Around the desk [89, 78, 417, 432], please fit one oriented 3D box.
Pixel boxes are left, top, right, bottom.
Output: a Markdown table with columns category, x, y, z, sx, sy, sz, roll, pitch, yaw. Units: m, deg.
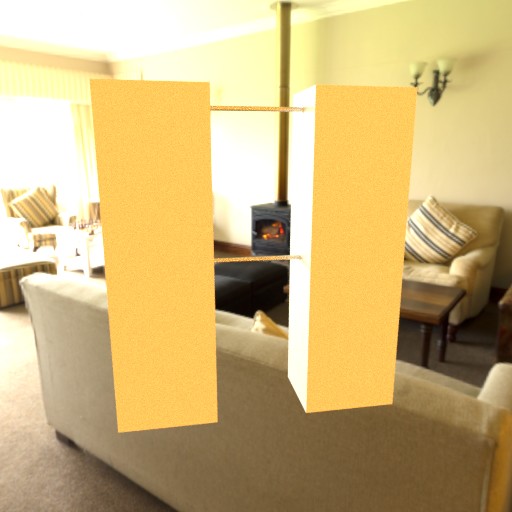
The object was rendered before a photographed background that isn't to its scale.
| category | x | y | z | sx | sy | sz | roll | pitch | yaw |
| --- | --- | --- | --- | --- | --- | --- | --- | --- | --- |
| desk | 0.000 | 0.000 | 2.818 | 1.770 | 2.000 | 0.480 | -2 | 14 | -10 |
